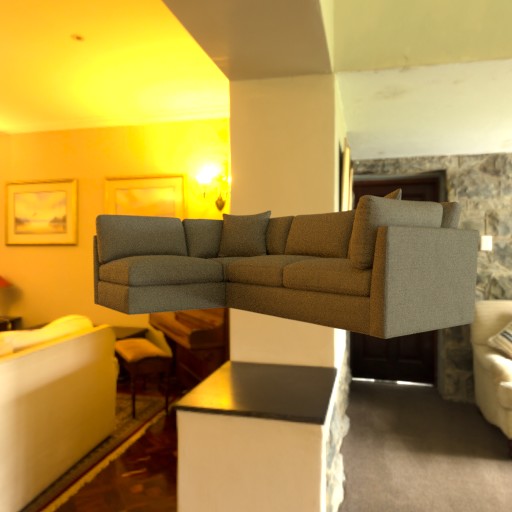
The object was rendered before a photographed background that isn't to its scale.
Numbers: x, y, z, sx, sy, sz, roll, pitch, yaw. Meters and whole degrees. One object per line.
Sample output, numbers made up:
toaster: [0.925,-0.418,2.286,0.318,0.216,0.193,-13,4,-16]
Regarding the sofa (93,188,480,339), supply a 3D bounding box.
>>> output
sofa: [0.000,0.000,3.863,1.994,0.978,2.896,-1,1,-36]
